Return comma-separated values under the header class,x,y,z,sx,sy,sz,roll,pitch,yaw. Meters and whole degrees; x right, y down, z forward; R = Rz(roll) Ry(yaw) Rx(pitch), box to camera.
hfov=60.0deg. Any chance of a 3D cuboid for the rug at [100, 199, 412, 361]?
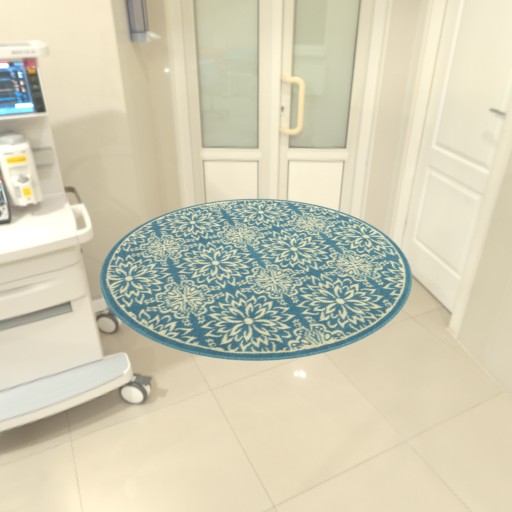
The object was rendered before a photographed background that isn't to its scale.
class,x,y,z,sx,sy,sz,roll,pitch,yaw
rug,0.000,0.000,2.364,1.593,0.012,1.593,0,30,0
